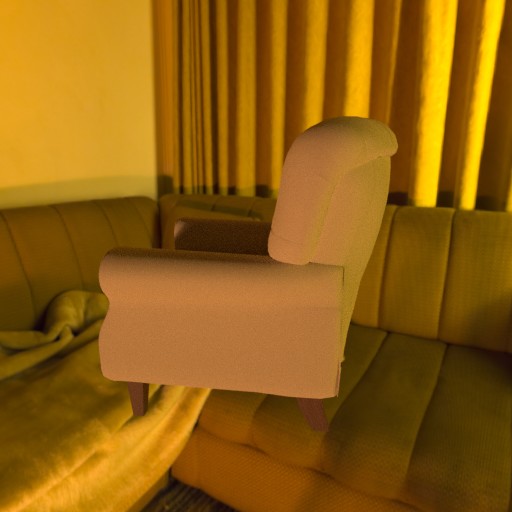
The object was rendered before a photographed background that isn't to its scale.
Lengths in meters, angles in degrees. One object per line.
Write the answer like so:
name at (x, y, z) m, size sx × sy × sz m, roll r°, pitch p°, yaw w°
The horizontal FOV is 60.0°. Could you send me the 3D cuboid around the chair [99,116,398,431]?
chair at (0.000, 0.000, 1.994) m, size 1.132 × 1.169 × 1.035 m, roll 2°, pitch 13°, yaw 8°
